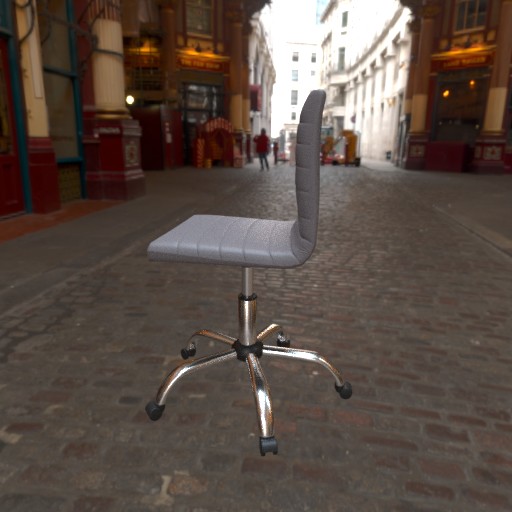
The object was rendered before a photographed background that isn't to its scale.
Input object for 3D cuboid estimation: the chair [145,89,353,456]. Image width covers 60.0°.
[{"bbox_3d":[0.000,0.000,1.147,0.530,0.780,0.556,2,15,7],"label":"chair"}]
